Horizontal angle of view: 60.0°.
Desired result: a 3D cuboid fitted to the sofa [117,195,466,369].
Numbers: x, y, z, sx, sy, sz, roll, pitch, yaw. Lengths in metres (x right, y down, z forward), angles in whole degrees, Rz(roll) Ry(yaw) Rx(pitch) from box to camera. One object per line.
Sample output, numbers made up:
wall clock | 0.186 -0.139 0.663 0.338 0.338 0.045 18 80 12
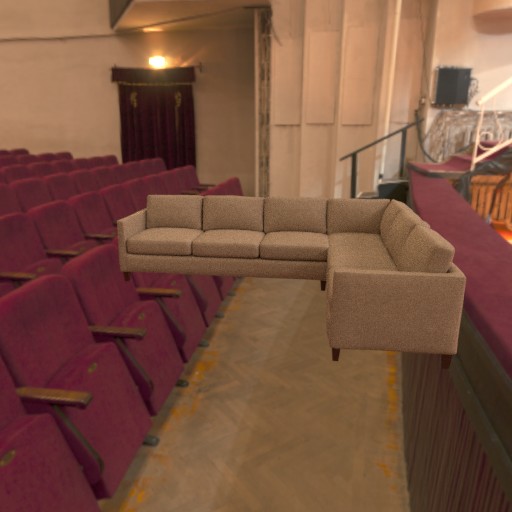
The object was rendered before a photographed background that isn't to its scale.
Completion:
sofa | 0.000 0.000 4.514 3.333 0.934 2.522 2 16 8
